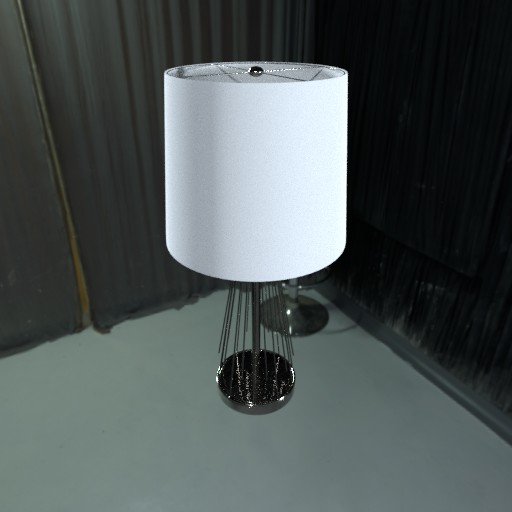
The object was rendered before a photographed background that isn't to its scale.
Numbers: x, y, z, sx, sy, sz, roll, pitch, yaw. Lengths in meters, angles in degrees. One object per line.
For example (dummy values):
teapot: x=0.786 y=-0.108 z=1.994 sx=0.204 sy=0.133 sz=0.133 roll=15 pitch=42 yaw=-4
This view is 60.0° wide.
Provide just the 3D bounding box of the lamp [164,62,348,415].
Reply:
lamp: x=0.000 y=0.000 z=0.781 sx=0.303 sy=0.618 sz=0.303 roll=0 pitch=29 yaw=0
